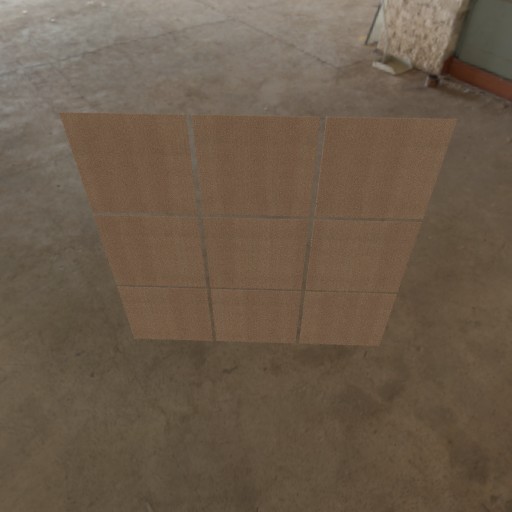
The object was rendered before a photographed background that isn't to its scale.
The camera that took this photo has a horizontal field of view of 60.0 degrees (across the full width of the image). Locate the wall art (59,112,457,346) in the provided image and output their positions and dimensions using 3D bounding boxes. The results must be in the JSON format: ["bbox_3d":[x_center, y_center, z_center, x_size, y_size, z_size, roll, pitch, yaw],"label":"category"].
[{"bbox_3d":[0.000,0.000,2.217,1.517,1.505,0.002,1,45,1],"label":"wall art"}]
